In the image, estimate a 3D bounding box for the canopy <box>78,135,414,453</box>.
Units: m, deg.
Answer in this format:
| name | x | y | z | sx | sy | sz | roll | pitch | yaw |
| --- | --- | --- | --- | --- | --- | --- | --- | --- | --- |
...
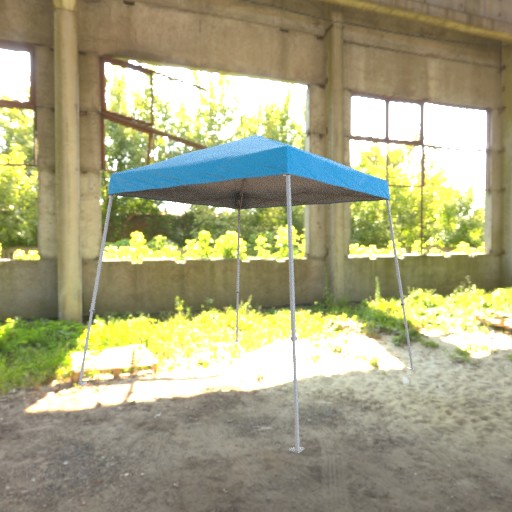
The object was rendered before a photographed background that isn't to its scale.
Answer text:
| name | x | y | z | sx | sy | sz | roll | pitch | yaw |
| --- | --- | --- | --- | --- | --- | --- | --- | --- | --- |
| canopy | 0.000 | 0.000 | 6.624 | 3.600 | 3.600 | 3.599 | 1 | 1 | 36 |
